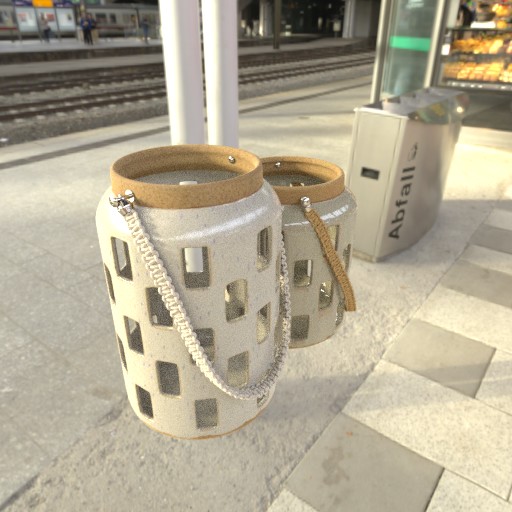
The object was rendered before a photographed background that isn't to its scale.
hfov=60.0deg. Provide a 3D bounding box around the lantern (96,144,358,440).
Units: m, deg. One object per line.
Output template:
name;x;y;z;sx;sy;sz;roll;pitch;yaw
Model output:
lantern;0.000;0.000;0.501;0.184;0.255;0.347;18;33;31
